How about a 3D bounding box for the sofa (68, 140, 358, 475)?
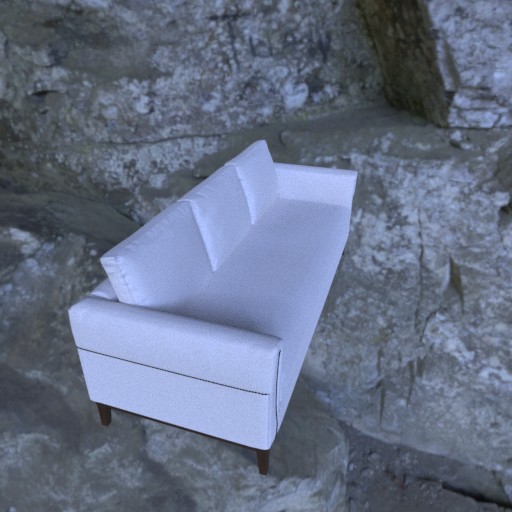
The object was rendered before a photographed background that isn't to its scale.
[{"bbox_3d":[0.000,0.000,2.681,0.902,0.911,2.198,9,30,16],"label":"sofa"}]
